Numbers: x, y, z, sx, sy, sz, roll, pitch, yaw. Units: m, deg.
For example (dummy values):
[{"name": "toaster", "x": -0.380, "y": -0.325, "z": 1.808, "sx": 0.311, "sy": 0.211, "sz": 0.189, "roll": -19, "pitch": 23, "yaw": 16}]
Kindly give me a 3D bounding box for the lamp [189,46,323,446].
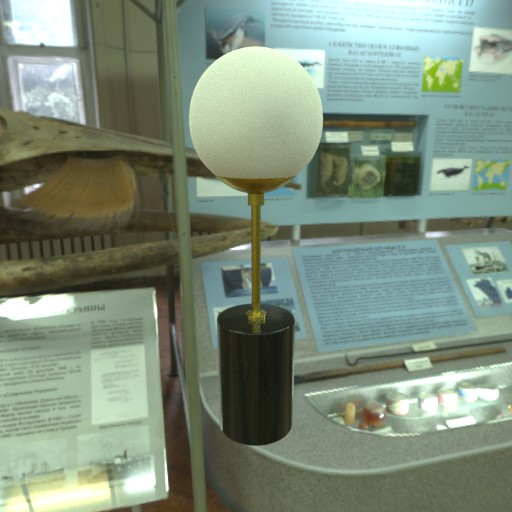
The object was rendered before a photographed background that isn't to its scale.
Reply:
[{"name": "lamp", "x": 0.000, "y": 0.000, "z": 0.556, "sx": 0.153, "sy": 0.480, "sz": 0.153, "roll": 0, "pitch": 15, "yaw": 0}]
